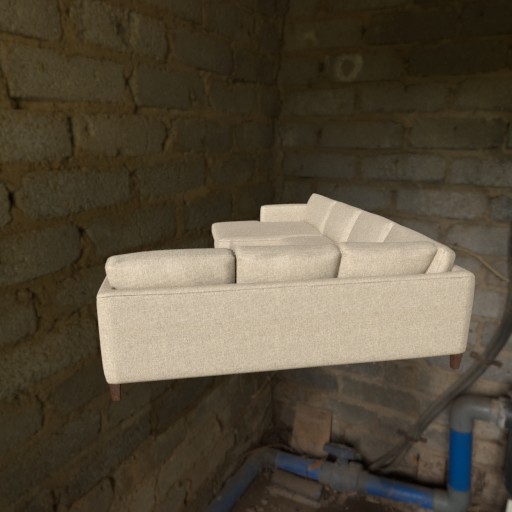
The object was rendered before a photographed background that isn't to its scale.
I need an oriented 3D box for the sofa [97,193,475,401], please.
[{"bbox_3d":[0.000,0.000,4.578,2.593,0.959,3.460,-2,15,-9],"label":"sofa"}]
